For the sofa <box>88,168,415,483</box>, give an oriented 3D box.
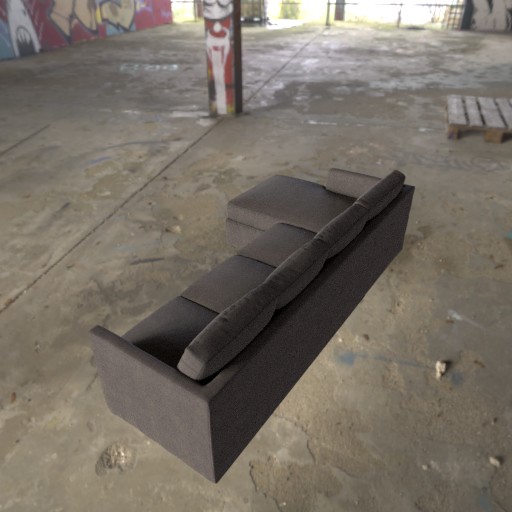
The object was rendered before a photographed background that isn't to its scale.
[{"bbox_3d":[0.000,0.000,3.793,1.650,0.922,3.205,20,38,29],"label":"sofa"}]
